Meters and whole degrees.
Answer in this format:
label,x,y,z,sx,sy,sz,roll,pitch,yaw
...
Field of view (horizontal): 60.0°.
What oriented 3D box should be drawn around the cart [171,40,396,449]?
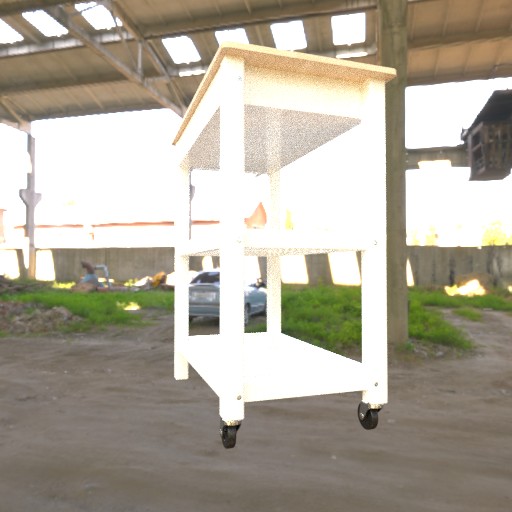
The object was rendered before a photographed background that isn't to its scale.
label,x,y,z,sx,sy,sz,roll,pitch,yaw
cart,0.000,0.000,1.461,0.457,0.927,0.899,1,-2,-19
